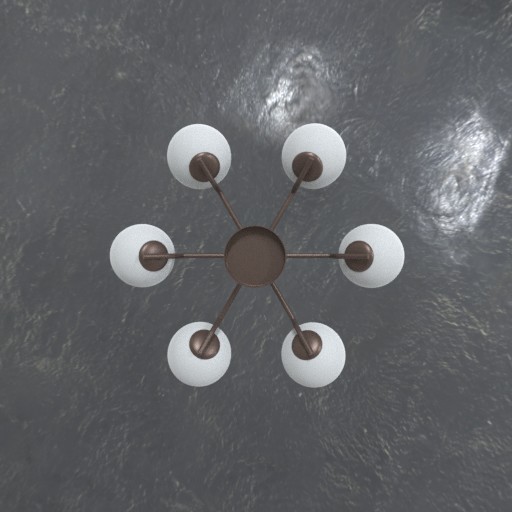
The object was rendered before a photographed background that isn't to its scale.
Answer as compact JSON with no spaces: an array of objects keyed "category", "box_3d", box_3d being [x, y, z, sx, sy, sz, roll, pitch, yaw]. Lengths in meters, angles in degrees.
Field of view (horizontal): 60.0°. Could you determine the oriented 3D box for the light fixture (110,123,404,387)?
[{"category":"light fixture","box_3d":[0.000,0.000,0.981,0.662,0.201,0.662,0,91,1]}]
